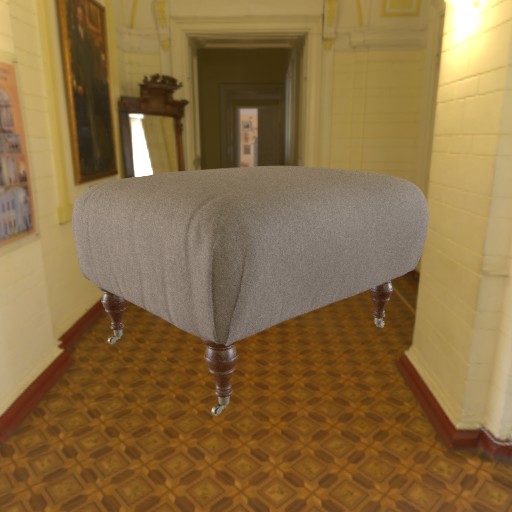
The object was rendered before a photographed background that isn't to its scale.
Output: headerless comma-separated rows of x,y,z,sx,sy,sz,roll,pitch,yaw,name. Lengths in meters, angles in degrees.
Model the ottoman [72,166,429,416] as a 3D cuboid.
0.000,0.000,1.155,0.747,0.450,0.622,-14,20,-42,ottoman
